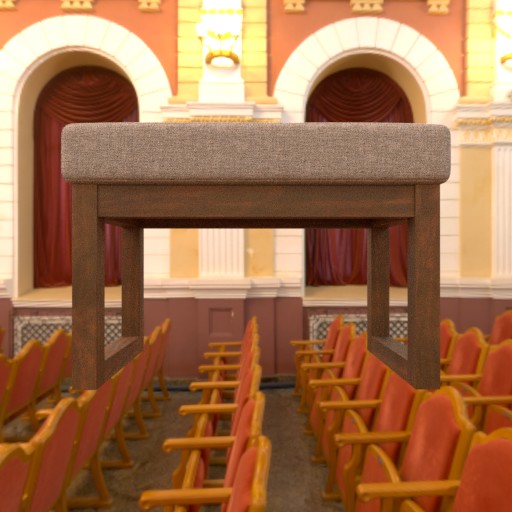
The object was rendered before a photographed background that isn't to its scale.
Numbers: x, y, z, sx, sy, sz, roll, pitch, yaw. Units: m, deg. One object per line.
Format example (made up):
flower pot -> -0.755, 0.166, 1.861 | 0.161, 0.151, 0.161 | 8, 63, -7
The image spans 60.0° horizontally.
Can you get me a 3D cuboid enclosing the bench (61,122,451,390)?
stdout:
bench -> 0.000, 0.000, 0.939 | 0.681, 0.467, 0.366 | 0, 0, 0
